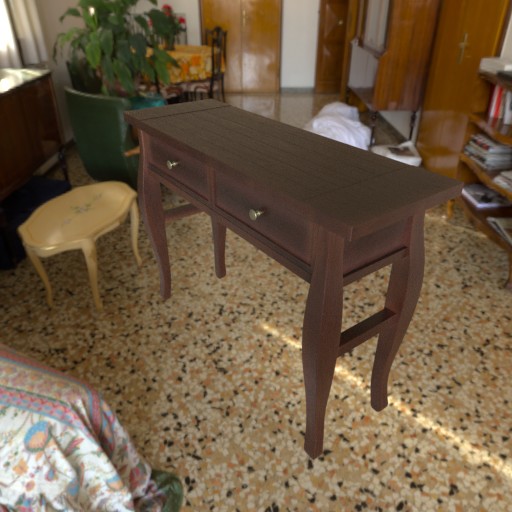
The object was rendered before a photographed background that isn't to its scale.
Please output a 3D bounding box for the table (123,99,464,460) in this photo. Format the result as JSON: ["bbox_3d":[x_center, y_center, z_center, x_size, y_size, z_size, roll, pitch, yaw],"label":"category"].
[{"bbox_3d":[0.000,0.000,1.447,0.373,0.768,1.062,-21,37,-31],"label":"table"}]
